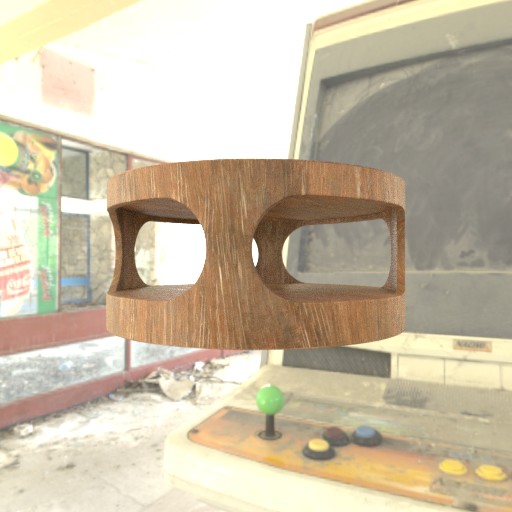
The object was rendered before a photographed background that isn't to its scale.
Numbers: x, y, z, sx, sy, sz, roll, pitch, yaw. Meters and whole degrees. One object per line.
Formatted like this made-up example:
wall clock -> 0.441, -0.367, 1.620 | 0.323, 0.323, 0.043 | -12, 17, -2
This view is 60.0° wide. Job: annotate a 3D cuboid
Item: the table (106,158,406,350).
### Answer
table -> 0.000, 0.000, 1.526 | 0.974, 0.450, 0.974 | 0, -1, 0
